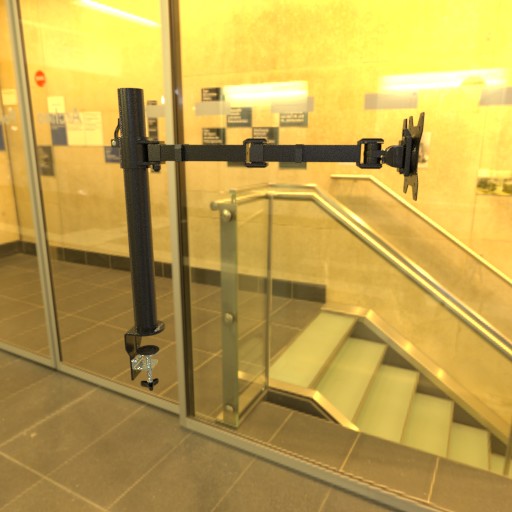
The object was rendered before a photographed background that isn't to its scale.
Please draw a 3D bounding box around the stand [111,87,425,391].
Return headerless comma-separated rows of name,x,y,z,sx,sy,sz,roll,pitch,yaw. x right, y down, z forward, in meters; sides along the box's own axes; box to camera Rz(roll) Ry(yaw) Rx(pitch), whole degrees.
stand,0.000,0.000,0.710,0.456,0.510,0.115,2,15,9
